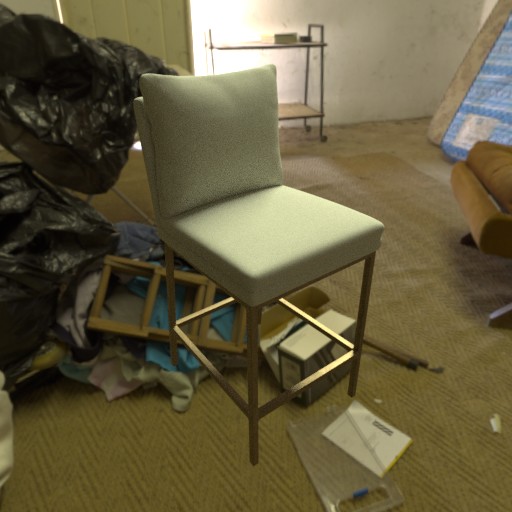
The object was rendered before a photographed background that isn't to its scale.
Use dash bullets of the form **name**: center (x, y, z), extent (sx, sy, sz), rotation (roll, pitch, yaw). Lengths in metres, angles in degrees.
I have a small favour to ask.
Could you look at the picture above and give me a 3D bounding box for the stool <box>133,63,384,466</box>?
- **stool**: center (0.000, 0.000, 1.351), extent (0.463, 1.032, 0.572), rotation (-21, 35, -32)
